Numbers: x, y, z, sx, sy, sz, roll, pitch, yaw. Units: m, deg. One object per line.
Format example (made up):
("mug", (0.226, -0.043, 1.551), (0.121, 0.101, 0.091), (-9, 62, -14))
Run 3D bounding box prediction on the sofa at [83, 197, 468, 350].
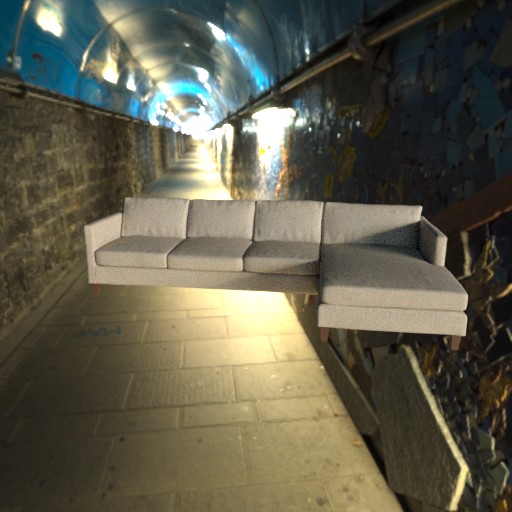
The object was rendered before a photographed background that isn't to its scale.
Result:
("sofa", (0.000, 0.000, 3.985), (3.186, 0.846, 1.625), (2, 16, 8))
